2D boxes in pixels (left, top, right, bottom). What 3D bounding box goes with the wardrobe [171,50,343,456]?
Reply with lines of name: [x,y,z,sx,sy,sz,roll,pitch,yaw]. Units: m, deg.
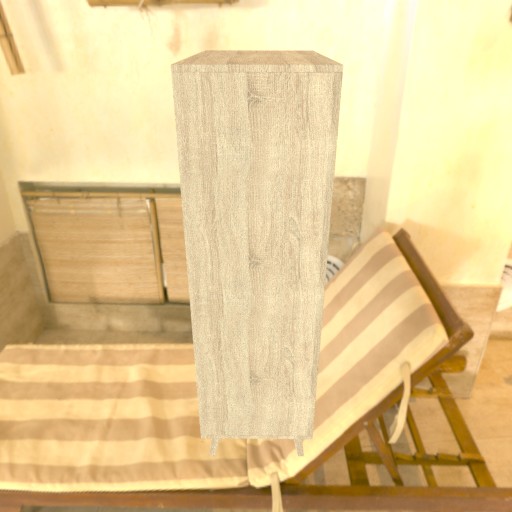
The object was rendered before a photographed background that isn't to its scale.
wardrobe: [0.000,0.000,2.378,0.600,1.960,1.000,0,27,1]
